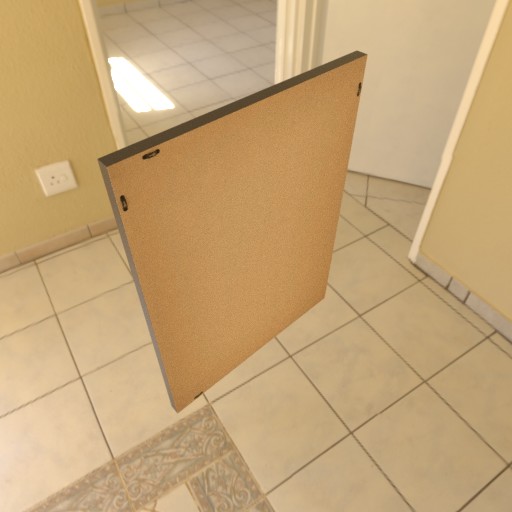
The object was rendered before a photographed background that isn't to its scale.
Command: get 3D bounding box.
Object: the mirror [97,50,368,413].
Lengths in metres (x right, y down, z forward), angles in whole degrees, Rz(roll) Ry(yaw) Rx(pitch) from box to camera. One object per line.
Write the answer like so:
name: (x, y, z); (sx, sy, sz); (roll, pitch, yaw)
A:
mirror: (0.000, 0.000, 1.357); (0.762, 1.016, 0.041); (-33, 54, -28)
